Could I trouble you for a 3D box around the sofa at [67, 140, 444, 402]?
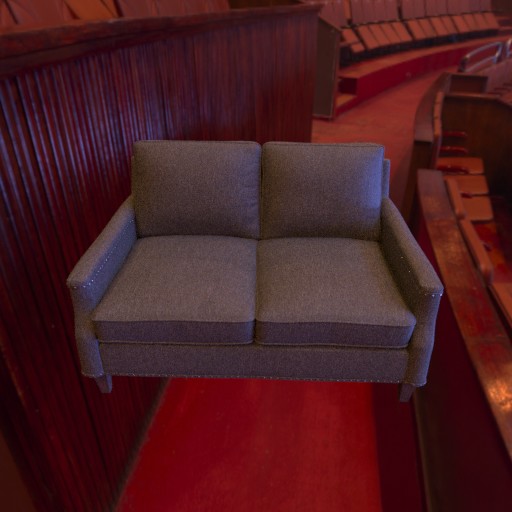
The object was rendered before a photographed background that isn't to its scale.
[{"bbox_3d":[0.000,0.000,2.305,1.597,1.003,1.084,1,31,2],"label":"sofa"}]
